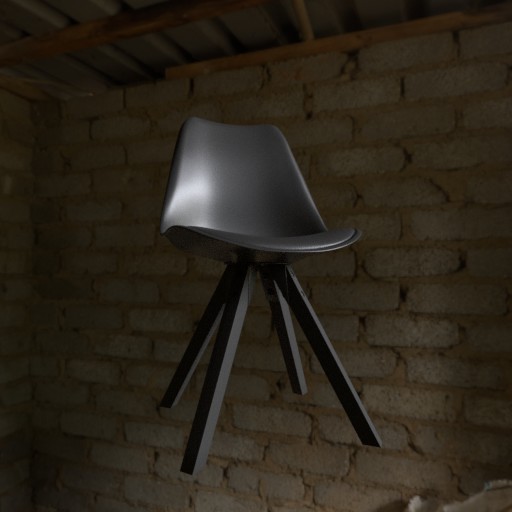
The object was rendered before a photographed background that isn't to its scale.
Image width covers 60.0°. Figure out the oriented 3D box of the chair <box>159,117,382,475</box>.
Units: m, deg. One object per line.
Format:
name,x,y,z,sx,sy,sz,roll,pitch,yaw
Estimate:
chair,0.000,0.000,1.147,0.485,0.850,0.530,0,-1,-18
